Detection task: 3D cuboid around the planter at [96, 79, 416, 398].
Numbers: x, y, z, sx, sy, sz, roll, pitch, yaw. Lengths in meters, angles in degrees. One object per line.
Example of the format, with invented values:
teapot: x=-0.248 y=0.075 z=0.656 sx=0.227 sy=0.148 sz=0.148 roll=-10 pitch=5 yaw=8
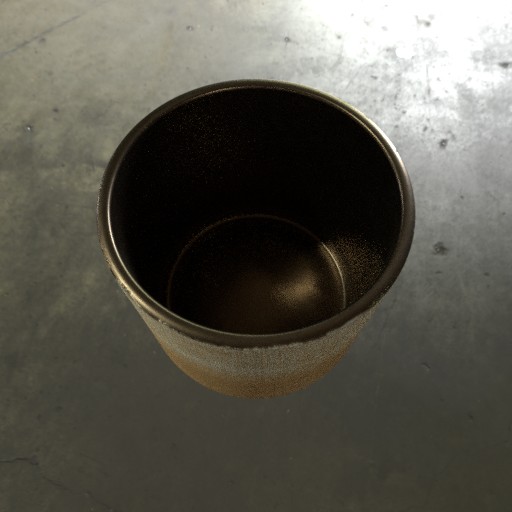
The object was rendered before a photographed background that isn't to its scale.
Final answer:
planter: x=0.000 y=0.000 z=0.392 sx=0.221 sy=0.201 sz=0.221 roll=0 pitch=64 yaw=0
